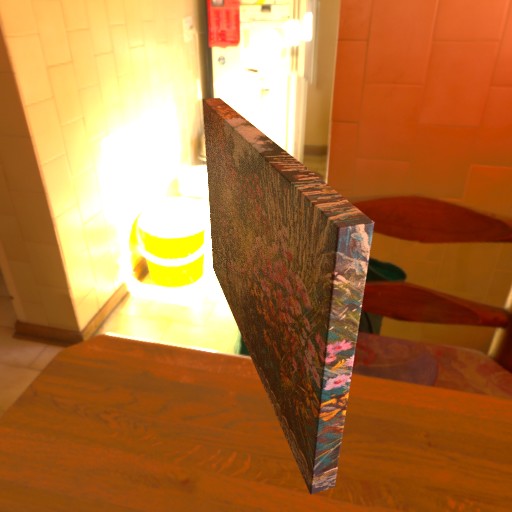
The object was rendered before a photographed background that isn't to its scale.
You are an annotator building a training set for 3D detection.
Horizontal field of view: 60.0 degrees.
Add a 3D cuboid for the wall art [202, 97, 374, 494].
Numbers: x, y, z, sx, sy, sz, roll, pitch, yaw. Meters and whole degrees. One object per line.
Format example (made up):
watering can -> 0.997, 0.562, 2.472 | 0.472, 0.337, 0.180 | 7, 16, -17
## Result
wall art -> 0.000, 0.000, 0.757 | 0.037, 0.406, 0.610 | -9, 32, -15
